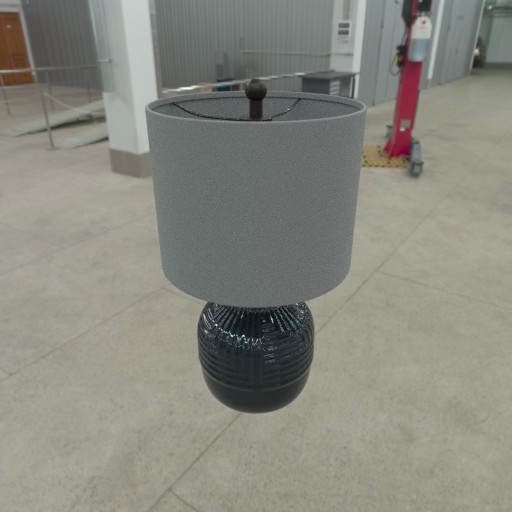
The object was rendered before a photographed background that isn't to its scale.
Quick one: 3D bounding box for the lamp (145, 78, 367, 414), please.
[{"bbox_3d":[0.000,0.000,0.760,0.318,0.567,0.318,0,26,0],"label":"lamp"}]
